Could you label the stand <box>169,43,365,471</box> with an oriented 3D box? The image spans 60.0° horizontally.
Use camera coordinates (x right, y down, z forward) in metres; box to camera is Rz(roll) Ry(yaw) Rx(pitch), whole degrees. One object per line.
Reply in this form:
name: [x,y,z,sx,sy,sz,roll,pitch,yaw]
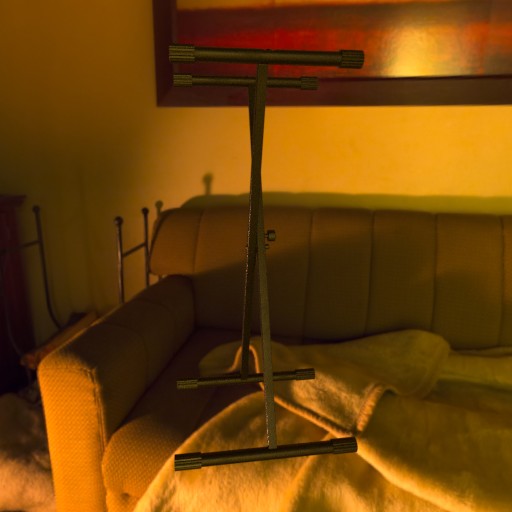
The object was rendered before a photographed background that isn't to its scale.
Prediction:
stand: [0.000,0.000,1.160,0.449,0.940,0.409,-2,13,-9]
